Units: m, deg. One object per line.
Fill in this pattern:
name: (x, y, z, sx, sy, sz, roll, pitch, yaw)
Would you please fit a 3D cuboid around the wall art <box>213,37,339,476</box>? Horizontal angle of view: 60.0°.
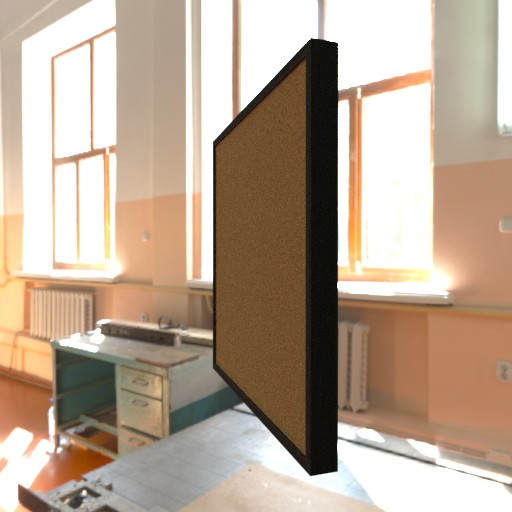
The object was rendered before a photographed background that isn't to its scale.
wall art: (0.000, 0.000, 0.756, 0.036, 0.506, 0.506, 0, 1, -18)
